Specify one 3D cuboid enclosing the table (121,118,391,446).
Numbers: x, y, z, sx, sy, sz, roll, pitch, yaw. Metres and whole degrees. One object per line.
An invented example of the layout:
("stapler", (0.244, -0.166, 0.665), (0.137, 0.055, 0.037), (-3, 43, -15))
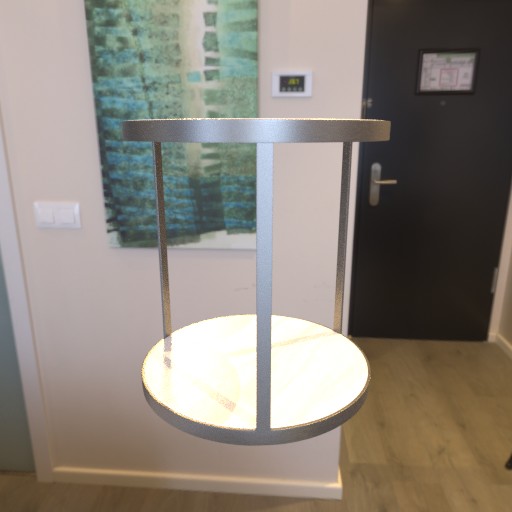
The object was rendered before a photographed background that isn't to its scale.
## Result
("table", (0.000, 0.000, 0.827), (0.445, 0.479, 0.445), (0, 16, 0))
